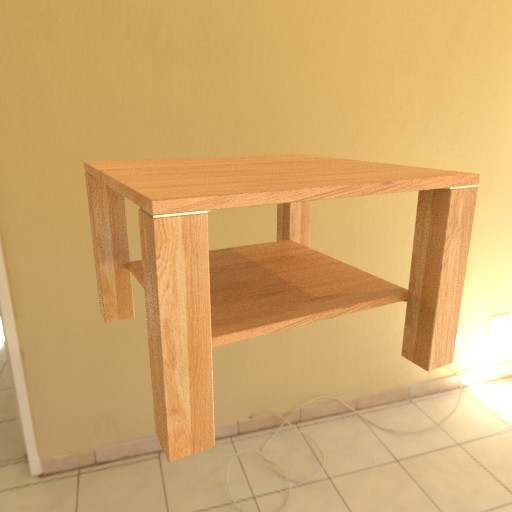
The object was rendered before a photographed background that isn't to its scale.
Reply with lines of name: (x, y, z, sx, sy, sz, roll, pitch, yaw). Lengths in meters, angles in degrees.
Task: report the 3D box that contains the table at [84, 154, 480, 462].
table: (0.000, 0.000, 1.139, 0.700, 0.450, 0.700, -9, 19, -26)
